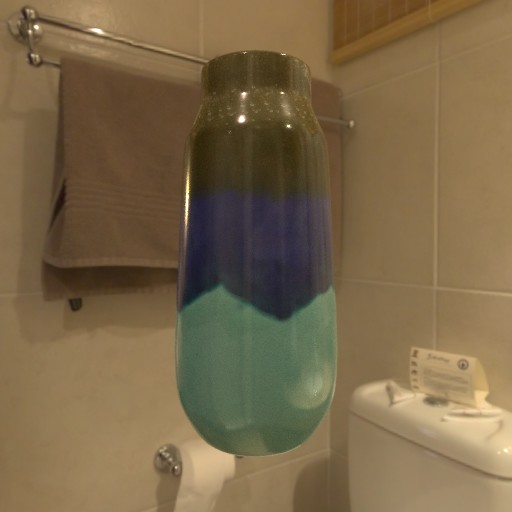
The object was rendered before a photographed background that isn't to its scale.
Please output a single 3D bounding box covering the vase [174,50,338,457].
[{"bbox_3d":[0.000,0.000,0.381,0.139,0.313,0.139,0,2,0],"label":"vase"}]
